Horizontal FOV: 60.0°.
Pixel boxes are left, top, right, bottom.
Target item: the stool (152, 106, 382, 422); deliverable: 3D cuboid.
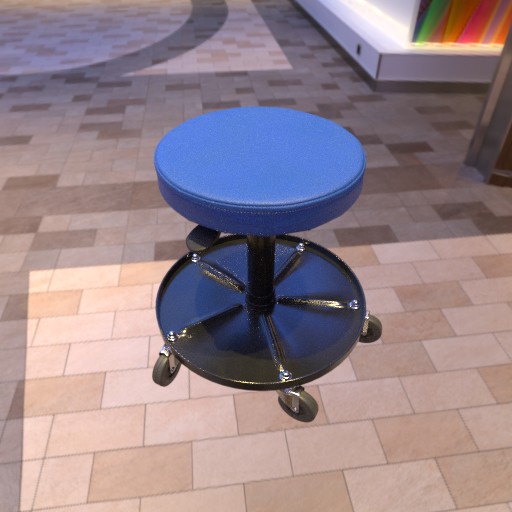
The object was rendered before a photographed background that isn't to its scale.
[{"bbox_3d":[0.000,0.000,0.683,0.381,0.365,0.382,25,46,27],"label":"stool"}]
